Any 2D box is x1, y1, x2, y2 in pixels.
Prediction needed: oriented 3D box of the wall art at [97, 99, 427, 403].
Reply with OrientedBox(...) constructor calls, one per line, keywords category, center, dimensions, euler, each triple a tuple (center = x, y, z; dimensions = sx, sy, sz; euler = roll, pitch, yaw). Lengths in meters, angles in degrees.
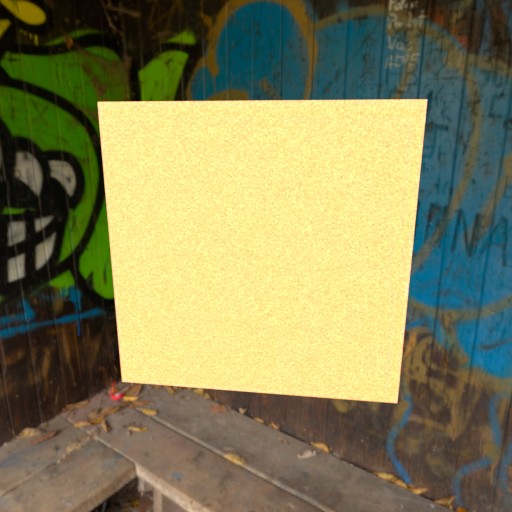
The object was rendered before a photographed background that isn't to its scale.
OrientedBox(category="wall art", center=(0.000, 0.000, 0.611), dimensions=(0.406, 0.403, 0.039), euler=(2, 16, 7))
